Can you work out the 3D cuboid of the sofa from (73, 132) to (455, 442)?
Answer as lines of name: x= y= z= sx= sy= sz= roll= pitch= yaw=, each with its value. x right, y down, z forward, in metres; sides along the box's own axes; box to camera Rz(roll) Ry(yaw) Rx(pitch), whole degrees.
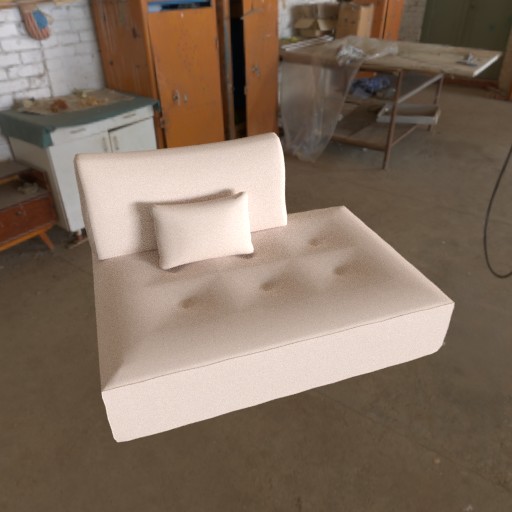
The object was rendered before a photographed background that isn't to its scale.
sofa: x=0.000 y=0.000 z=2.027 sx=1.450 sy=0.820 sz=1.000 roll=-11 pitch=35 yaw=-16
